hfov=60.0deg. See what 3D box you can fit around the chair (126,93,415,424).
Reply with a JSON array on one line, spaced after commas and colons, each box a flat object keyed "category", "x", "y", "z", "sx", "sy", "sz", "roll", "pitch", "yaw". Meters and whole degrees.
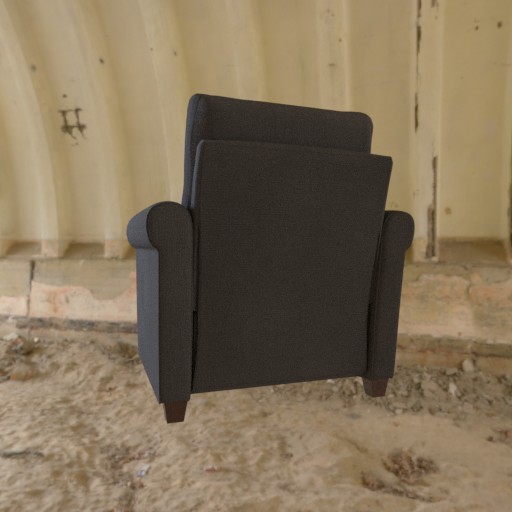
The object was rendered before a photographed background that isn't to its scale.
[{"category": "chair", "x": 0.000, "y": 0.000, "z": 1.623, "sx": 0.867, "sy": 0.942, "sz": 0.828, "roll": 0, "pitch": 0, "yaw": -20}]
